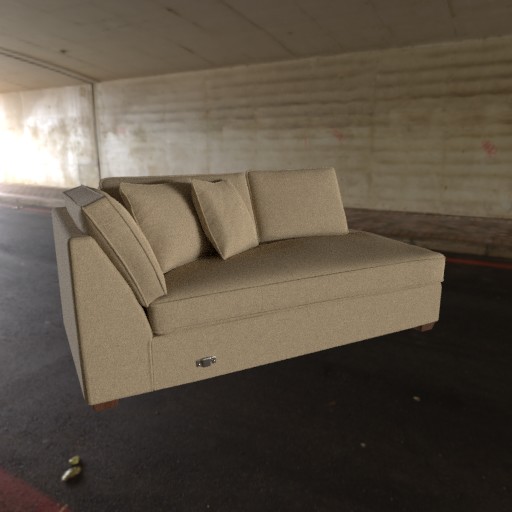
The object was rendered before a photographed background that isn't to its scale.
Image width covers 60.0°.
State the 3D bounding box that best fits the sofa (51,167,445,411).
[{"bbox_3d":[0.000,0.000,2.786,2.237,1.033,1.110,-7,16,-26],"label":"sofa"}]
